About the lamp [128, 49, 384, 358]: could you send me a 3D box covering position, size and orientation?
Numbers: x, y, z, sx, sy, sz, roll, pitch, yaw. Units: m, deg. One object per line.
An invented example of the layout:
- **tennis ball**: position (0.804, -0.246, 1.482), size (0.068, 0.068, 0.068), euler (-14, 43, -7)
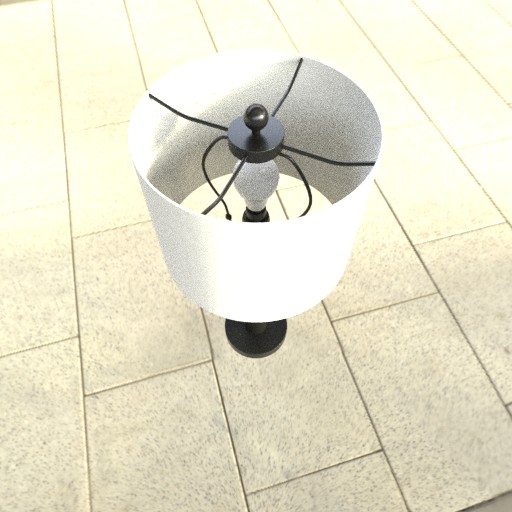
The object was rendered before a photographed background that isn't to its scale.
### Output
- **lamp**: position (0.000, 0.000, 0.781), size (0.305, 0.640, 0.305), euler (-16, 59, -10)
